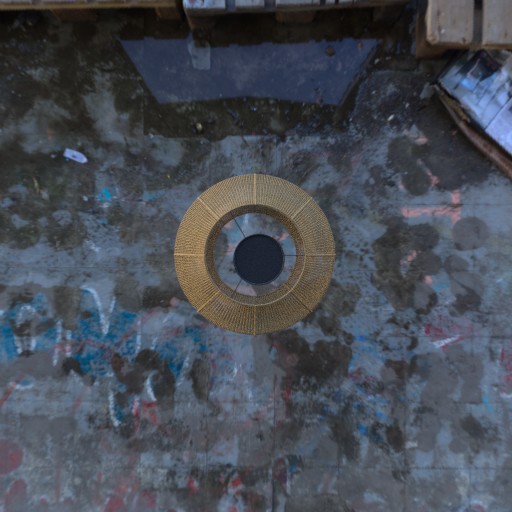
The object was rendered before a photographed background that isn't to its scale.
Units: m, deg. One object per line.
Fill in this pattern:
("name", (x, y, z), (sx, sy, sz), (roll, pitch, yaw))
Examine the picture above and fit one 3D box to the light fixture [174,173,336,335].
("light fixture", (0.000, 0.000, 1.421), (0.643, 1.009, 0.643), (0, 91, -1))
